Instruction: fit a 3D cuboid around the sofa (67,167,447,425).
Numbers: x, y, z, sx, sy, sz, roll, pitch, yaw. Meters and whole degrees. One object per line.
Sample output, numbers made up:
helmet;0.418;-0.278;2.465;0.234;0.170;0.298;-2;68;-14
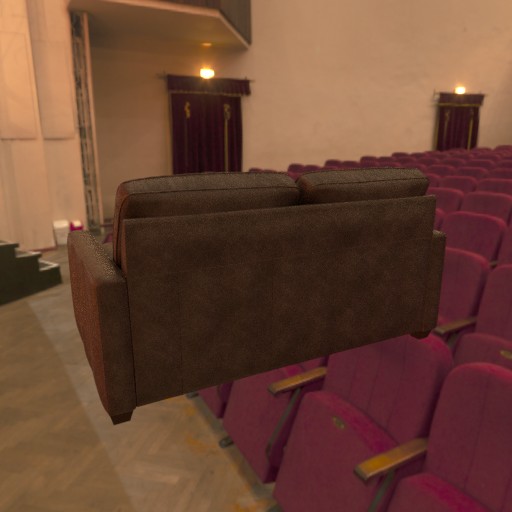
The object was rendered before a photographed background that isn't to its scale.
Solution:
sofa;0.000;0.000;2.285;1.732;0.916;0.939;-8;16;-27
